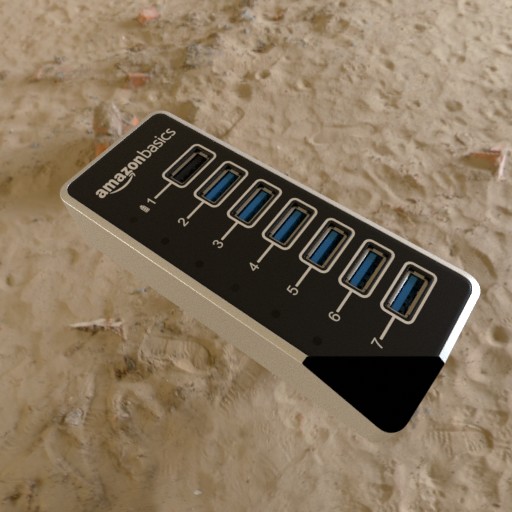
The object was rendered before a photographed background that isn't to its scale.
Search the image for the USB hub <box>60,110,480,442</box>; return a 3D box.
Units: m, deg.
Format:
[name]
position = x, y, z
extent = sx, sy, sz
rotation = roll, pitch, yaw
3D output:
[USB hub]
position = 0.000, 0.000, 0.127
extent = 0.110, 0.023, 0.044
rotation = 32, 64, 17
